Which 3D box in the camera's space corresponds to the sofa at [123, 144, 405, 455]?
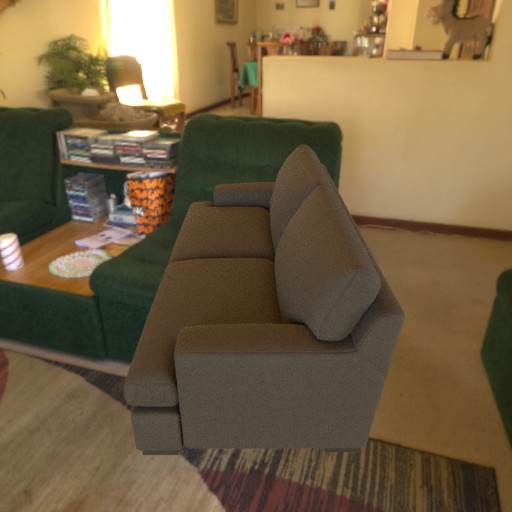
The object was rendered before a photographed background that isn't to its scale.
[{"bbox_3d":[0.000,0.000,2.782,1.140,0.950,2.271,0,27,0],"label":"sofa"}]
